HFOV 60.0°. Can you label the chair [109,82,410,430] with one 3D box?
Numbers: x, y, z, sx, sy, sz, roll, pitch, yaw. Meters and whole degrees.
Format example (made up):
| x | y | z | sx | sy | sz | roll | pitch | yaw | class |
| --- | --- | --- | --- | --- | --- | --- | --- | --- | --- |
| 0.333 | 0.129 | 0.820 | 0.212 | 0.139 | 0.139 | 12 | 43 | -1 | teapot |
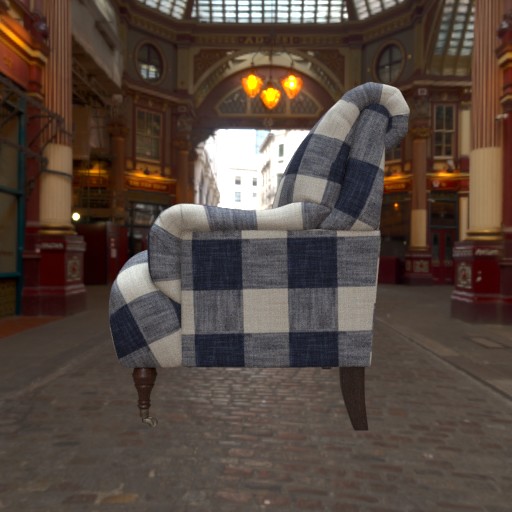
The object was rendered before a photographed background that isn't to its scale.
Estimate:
| x | y | z | sx | sy | sz | roll | pitch | yaw | class |
| --- | --- | --- | --- | --- | --- | --- | --- | --- | --- |
| 0.000 | 0.000 | 1.555 | 0.848 | 0.953 | 0.781 | 0 | 1 | 1 | chair |
